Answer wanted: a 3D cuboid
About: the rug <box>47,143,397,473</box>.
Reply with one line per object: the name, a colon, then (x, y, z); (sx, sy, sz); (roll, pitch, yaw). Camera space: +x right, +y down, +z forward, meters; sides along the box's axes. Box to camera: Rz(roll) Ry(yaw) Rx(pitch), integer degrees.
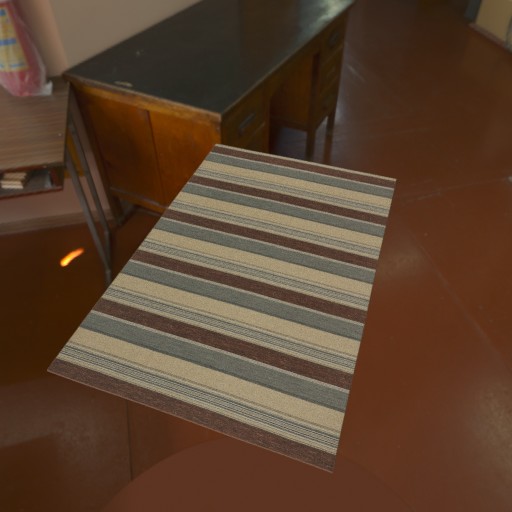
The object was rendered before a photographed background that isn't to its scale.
rug: (0.000, 0.000, 2.307); (1.219, 0.008, 1.829); (14, 48, 13)
